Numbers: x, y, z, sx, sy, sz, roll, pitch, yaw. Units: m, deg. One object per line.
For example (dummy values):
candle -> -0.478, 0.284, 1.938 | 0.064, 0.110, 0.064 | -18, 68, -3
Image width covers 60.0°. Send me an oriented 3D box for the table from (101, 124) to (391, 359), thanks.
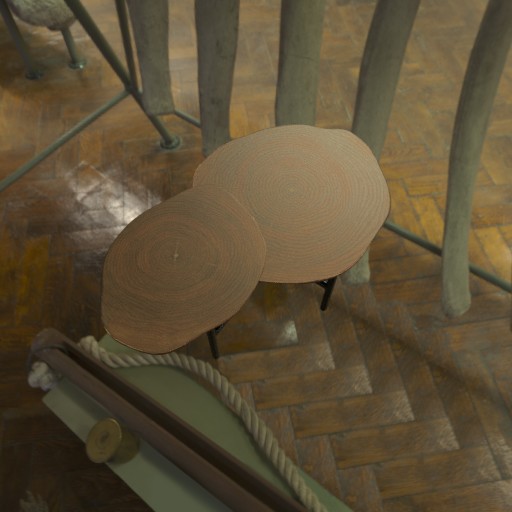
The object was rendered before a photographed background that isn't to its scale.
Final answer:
table -> 0.000, 0.000, 1.062 | 0.442, 0.538, 0.759 | 32, 64, 18
